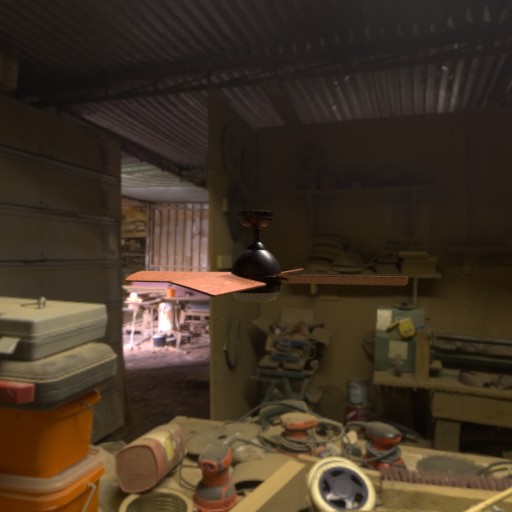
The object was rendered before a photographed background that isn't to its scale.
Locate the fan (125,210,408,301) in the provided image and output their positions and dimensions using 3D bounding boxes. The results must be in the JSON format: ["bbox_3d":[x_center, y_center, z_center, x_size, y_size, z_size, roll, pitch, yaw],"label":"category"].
[{"bbox_3d":[0.000,0.000,2.049,1.332,0.403,1.332,0,0,19],"label":"fan"}]
